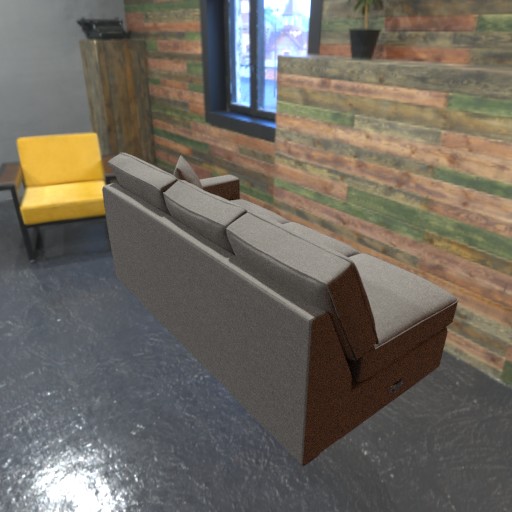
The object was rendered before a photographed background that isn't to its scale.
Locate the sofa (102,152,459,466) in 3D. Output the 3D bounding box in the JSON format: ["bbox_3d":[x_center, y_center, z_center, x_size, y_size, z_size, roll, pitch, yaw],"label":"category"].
[{"bbox_3d":[0.000,0.000,2.549,1.034,0.946,1.963,-19,33,-33],"label":"sofa"}]
